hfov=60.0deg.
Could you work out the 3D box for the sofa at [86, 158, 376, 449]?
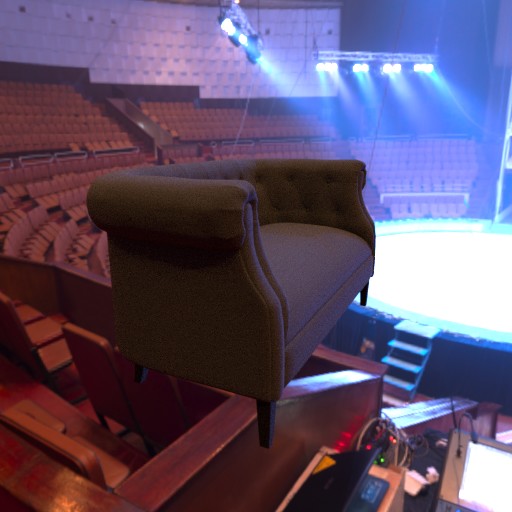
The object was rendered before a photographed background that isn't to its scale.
[{"bbox_3d":[0.000,0.000,2.031,0.835,0.827,1.558,7,17,25],"label":"sofa"}]
